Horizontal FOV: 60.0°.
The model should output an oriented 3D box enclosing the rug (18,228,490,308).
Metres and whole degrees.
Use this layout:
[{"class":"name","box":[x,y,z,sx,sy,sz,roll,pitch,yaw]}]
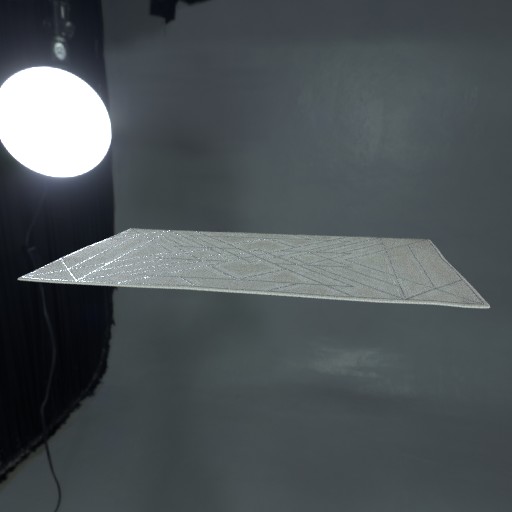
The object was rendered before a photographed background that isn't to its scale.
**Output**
[{"class":"rug","box":[0.000,0.000,1.038,0.869,0.008,0.511,3,15,10]}]
